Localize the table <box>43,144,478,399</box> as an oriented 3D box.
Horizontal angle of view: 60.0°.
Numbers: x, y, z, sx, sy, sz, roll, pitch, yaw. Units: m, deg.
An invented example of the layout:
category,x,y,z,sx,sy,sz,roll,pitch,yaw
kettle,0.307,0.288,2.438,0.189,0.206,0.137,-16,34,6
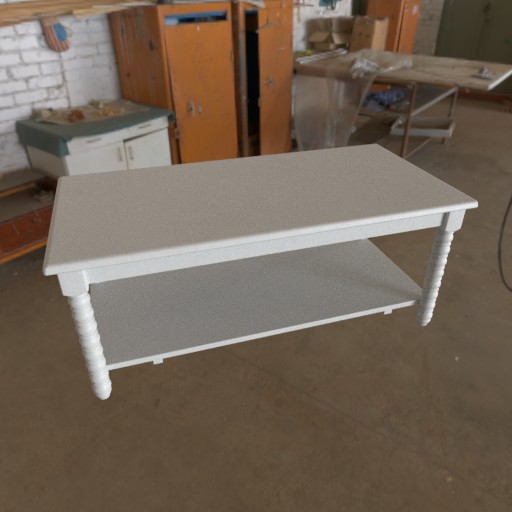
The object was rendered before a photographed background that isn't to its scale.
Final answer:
category,x,y,z,sx,sy,sz,roll,pitch,yaw
table,0.000,0.000,1.484,1.171,0.487,0.580,-9,33,-15
